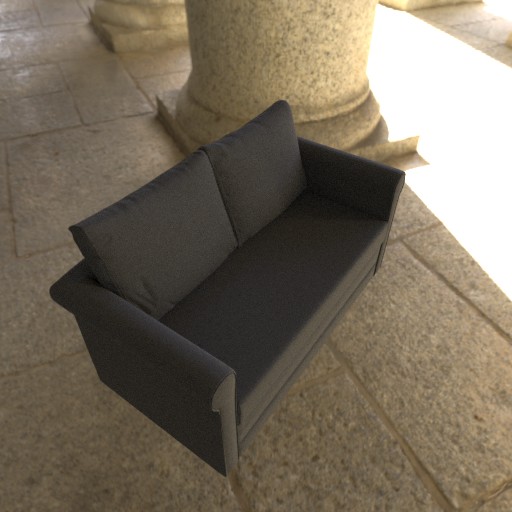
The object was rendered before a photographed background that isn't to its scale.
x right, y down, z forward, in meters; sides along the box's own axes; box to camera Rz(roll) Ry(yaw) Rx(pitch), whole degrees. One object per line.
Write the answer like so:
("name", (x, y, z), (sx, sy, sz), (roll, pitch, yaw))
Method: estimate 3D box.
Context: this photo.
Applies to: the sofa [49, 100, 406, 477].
("sofa", (0.000, 0.000, 1.944), (0.741, 0.872, 1.460), (26, 48, 25))
